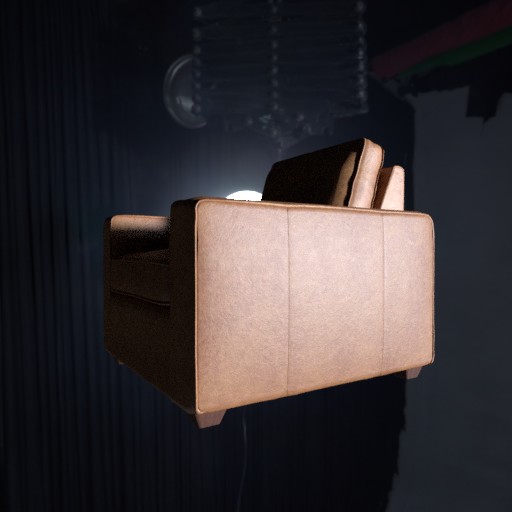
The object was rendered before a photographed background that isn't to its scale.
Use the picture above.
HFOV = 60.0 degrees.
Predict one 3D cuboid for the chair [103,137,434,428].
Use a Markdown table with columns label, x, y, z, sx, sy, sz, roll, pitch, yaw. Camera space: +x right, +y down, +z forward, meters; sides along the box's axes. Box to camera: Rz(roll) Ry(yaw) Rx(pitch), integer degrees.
| label | x | y | z | sx | sy | sz | roll | pitch | yaw |
| --- | --- | --- | --- | --- | --- | --- | --- | --- | --- |
| chair | 0.000 | 0.000 | 1.763 | 1.027 | 0.901 | 0.987 | -1 | 1 | -35 |
